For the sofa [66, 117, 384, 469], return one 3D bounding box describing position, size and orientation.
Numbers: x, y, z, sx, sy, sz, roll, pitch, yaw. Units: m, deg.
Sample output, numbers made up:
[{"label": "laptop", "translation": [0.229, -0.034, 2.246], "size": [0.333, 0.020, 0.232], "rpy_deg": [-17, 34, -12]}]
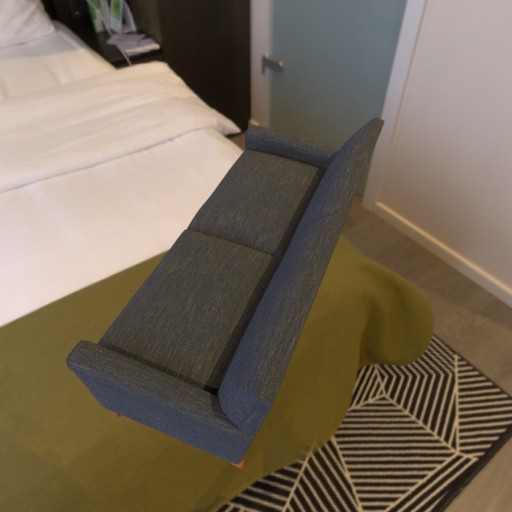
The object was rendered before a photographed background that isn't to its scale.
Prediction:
[{"label": "sofa", "translation": [0.000, 0.000, 2.412], "size": [0.875, 0.846, 1.976], "rpy_deg": [16, 48, 15]}]
